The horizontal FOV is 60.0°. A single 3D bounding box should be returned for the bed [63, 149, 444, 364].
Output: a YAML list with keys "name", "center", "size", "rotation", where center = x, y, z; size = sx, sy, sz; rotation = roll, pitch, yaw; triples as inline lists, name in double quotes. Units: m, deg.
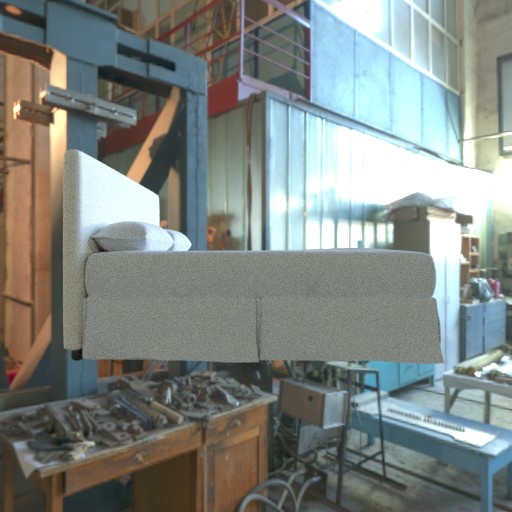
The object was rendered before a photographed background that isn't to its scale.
- name: "bed"
  center: [0.000, 0.000, 3.664]
  size: [2.341, 1.317, 2.119]
  rotation: [0, 0, 1]
